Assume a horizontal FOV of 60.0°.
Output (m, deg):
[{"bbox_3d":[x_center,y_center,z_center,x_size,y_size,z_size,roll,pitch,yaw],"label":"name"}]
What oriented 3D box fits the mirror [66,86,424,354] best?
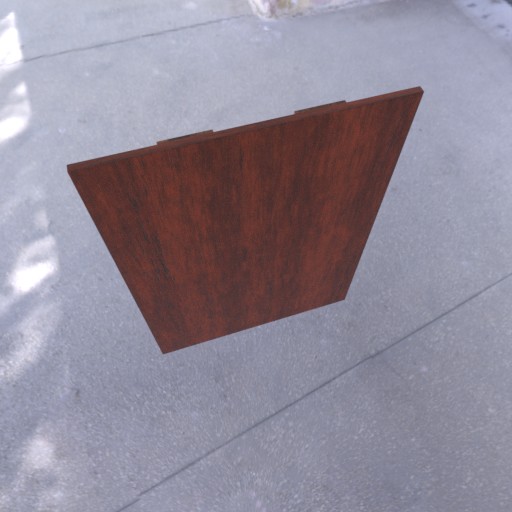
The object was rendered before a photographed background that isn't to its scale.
[{"bbox_3d":[0.000,0.000,1.058,0.600,0.805,0.021,-15,59,-9],"label":"mirror"}]
